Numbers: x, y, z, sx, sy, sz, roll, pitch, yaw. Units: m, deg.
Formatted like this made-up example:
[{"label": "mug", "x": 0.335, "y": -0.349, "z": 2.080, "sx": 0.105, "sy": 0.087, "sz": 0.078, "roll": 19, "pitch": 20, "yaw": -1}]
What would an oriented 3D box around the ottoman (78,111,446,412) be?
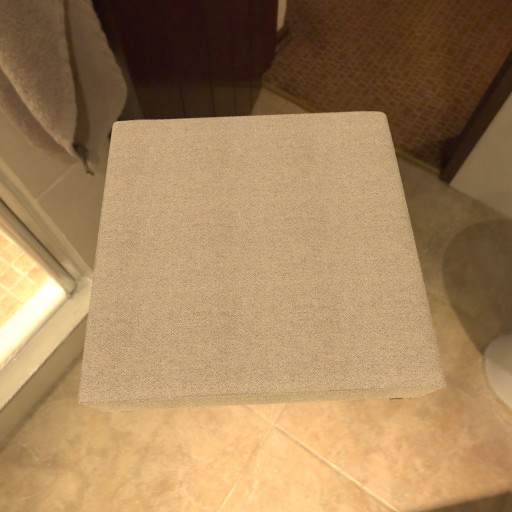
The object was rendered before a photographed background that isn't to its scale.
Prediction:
[{"label": "ottoman", "x": 0.000, "y": 0.000, "z": 1.503, "sx": 0.982, "sy": 0.381, "sz": 0.973, "roll": -2, "pitch": 64, "yaw": -1}]
